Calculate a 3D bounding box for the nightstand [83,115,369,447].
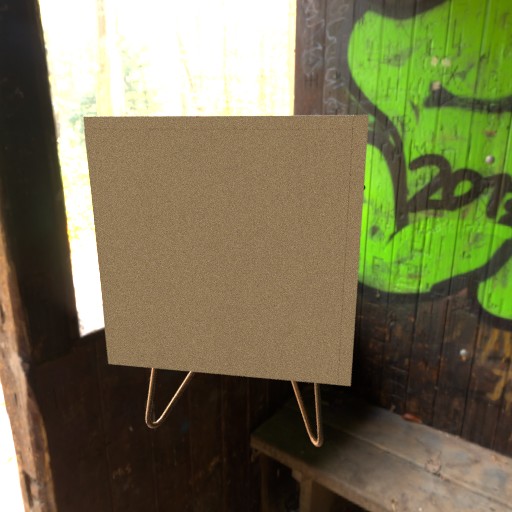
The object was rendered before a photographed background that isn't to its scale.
[{"bbox_3d":[0.000,0.000,1.025,0.447,0.604,0.614,3,16,9],"label":"nightstand"}]
